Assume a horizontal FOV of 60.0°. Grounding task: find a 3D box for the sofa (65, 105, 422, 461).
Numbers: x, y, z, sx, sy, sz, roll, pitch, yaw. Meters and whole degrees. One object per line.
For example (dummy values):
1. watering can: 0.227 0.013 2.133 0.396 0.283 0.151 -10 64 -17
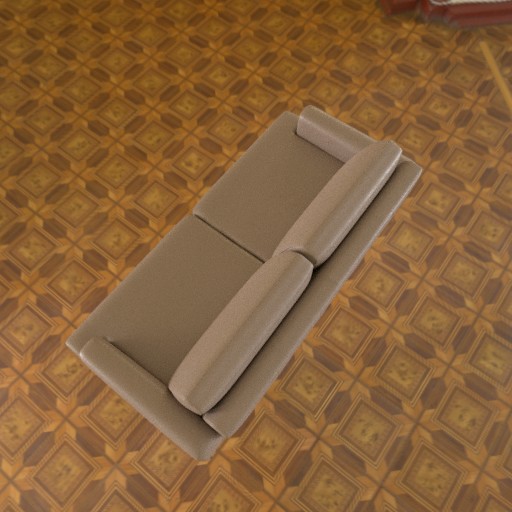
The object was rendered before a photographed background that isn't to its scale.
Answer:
1. sofa: 0.000 0.000 2.409 0.974 0.765 1.940 34 69 15
